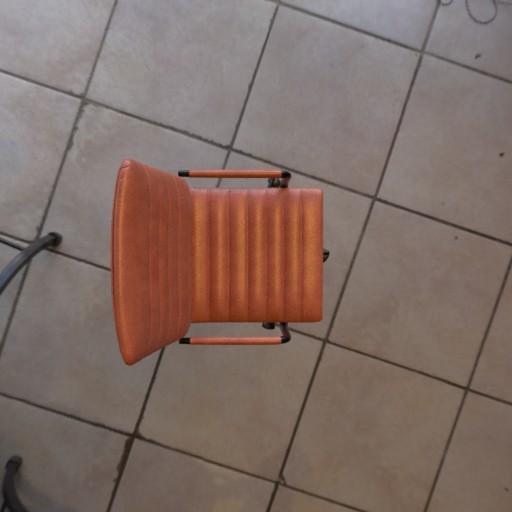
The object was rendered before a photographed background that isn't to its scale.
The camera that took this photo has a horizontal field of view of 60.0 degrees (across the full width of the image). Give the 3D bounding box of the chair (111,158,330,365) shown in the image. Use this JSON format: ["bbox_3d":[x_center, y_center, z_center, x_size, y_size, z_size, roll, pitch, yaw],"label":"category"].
[{"bbox_3d":[0.000,0.000,1.303,0.578,0.878,0.600,0,92,-1],"label":"chair"}]
